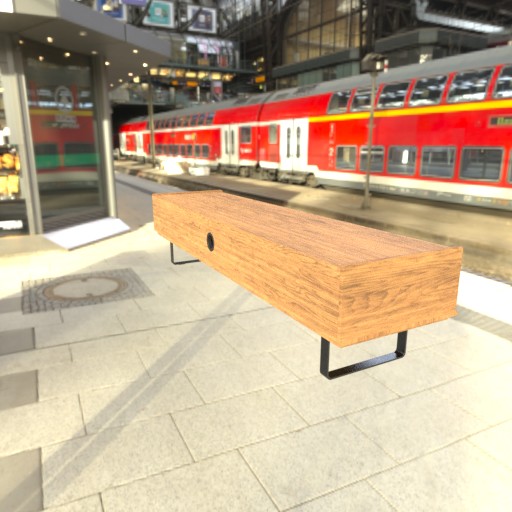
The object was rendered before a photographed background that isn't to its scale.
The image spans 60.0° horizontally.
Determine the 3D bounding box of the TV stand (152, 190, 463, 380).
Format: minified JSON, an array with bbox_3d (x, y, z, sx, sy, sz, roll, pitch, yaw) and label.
[{"bbox_3d":[0.000,0.000,2.043,0.467,0.415,1.796,-8,16,-27],"label":"TV stand"}]
